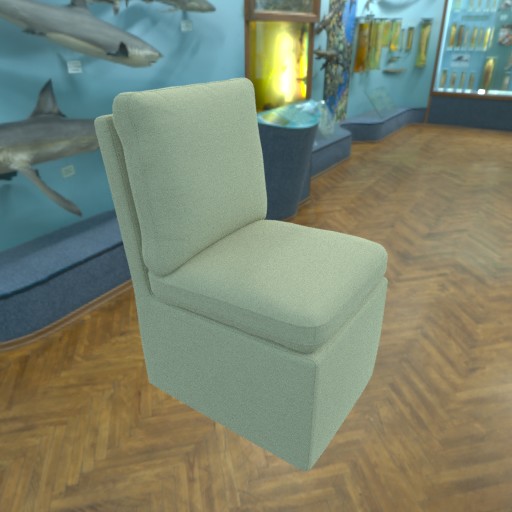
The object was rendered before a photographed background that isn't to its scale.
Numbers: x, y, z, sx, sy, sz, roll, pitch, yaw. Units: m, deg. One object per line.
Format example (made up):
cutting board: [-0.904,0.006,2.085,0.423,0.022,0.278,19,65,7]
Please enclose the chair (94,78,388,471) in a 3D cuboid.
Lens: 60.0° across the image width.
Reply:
chair: [0.000,0.000,1.305,0.698,0.927,0.503,17,32,30]
